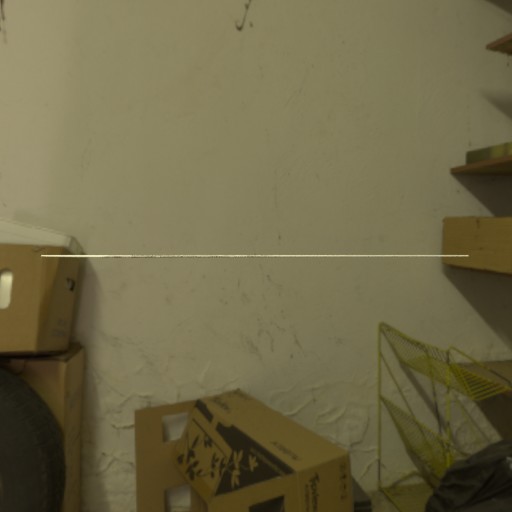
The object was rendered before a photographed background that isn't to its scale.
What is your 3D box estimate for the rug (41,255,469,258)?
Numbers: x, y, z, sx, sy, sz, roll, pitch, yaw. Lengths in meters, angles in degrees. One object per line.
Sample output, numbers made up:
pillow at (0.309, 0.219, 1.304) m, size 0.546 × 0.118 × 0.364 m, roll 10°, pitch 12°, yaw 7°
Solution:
rug at (0.000, 0.000, 2.834) m, size 2.284 × 0.008 × 1.522 m, roll 0°, pitch 0°, yaw -34°
